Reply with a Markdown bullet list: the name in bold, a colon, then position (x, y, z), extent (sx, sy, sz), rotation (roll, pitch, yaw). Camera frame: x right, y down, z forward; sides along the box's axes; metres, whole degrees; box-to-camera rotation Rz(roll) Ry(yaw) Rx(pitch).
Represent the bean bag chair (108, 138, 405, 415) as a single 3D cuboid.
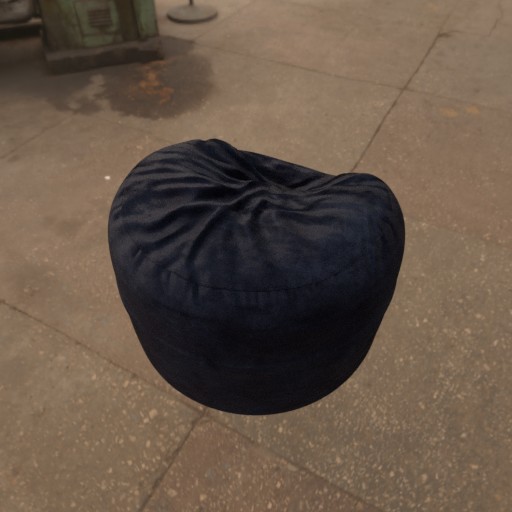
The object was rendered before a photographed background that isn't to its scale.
- **bean bag chair**: position (0.000, 0.000, 1.501), extent (0.918, 0.616, 0.918), rotation (0, 46, 0)
